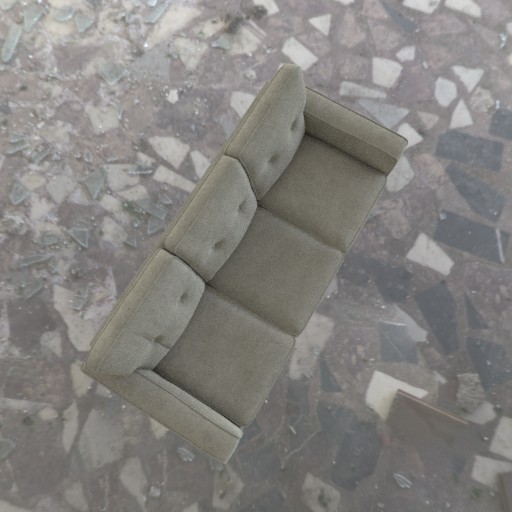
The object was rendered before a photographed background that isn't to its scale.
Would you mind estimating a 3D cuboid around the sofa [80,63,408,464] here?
[{"bbox_3d":[0.000,0.000,2.670,0.939,0.965,2.133,30,78,7],"label":"sofa"}]
